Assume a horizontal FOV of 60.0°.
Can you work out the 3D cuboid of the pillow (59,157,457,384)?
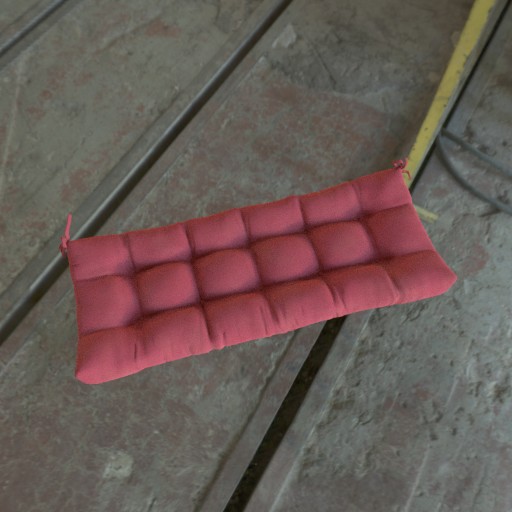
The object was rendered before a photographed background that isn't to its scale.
[{"bbox_3d":[0.000,0.000,1.373,1.194,0.174,0.511,-13,66,-6],"label":"pillow"}]
